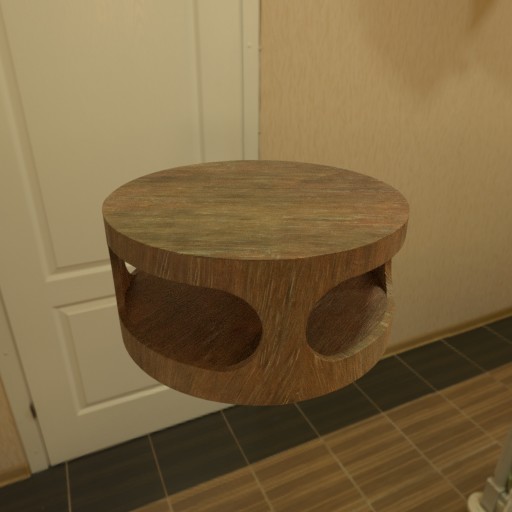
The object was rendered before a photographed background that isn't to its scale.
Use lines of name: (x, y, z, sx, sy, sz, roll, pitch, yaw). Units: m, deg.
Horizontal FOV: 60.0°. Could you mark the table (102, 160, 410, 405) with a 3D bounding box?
table: (0.000, 0.000, 1.567, 0.974, 0.450, 0.974, 0, 26, 0)
